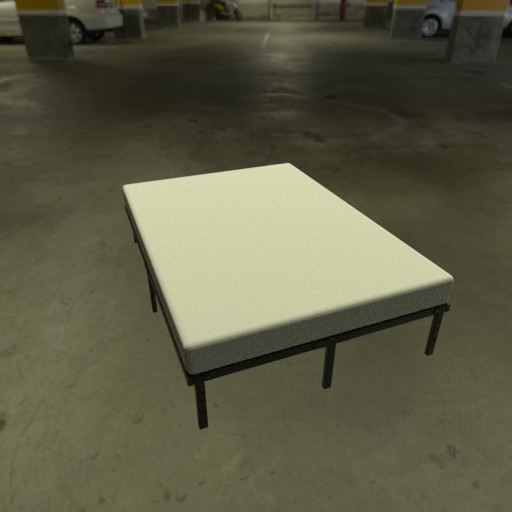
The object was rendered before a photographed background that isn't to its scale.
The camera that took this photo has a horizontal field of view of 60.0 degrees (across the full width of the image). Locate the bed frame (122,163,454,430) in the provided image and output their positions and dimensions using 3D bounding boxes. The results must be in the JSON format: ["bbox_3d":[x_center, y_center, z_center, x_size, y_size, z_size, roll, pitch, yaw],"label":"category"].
[{"bbox_3d":[0.000,0.000,3.912,2.205,0.680,2.842,-8,31,-13],"label":"bed frame"}]
